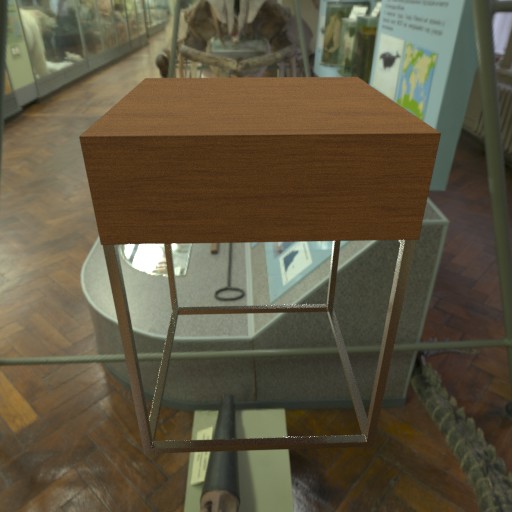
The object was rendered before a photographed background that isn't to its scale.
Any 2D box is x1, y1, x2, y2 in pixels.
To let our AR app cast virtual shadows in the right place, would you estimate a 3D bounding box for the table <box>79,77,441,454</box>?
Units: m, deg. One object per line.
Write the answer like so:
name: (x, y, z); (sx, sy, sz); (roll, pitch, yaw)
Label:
table: (0.000, 0.000, 0.793); (0.397, 0.540, 0.398); (-1, 30, -2)
